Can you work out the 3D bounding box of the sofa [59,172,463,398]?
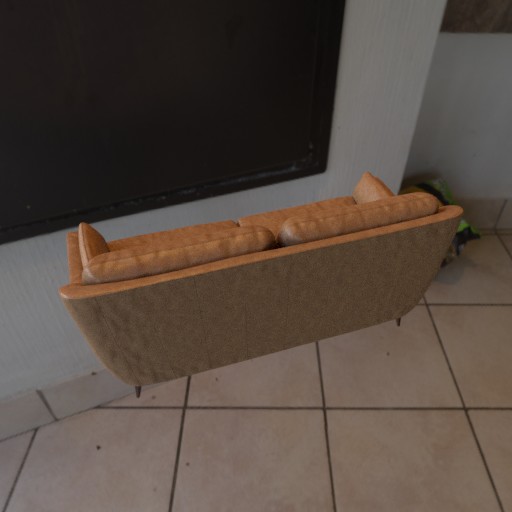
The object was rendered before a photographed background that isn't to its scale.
[{"bbox_3d":[0.000,0.000,2.387,1.902,0.839,0.904,-12,43,-13],"label":"sofa"}]
